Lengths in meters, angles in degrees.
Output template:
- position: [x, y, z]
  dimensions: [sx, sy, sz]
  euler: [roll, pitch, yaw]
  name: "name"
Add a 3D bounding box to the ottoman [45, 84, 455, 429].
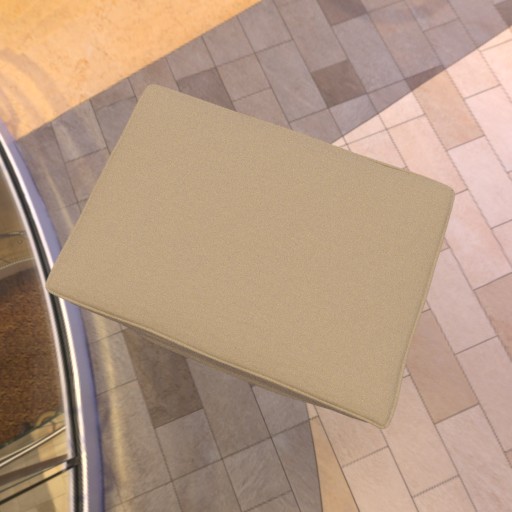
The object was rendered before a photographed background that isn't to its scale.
- position: [0.000, 0.000, 1.320]
  dimensions: [0.944, 0.479, 0.703]
  euler: [21, 76, 5]
  name: "ottoman"
